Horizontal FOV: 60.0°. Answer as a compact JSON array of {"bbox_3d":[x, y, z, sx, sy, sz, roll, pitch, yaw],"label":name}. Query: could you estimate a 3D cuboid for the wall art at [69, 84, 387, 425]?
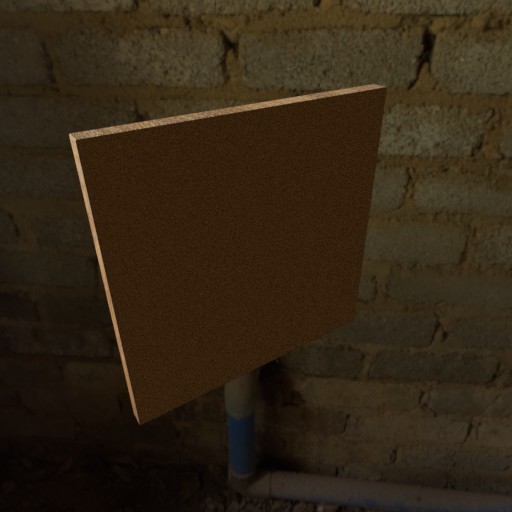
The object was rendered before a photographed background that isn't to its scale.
[{"bbox_3d":[0.000,0.000,0.918,0.611,0.608,0.042,-19,37,-28],"label":"wall art"}]
